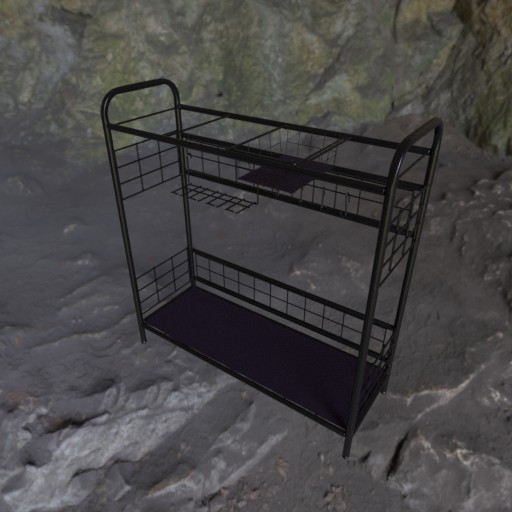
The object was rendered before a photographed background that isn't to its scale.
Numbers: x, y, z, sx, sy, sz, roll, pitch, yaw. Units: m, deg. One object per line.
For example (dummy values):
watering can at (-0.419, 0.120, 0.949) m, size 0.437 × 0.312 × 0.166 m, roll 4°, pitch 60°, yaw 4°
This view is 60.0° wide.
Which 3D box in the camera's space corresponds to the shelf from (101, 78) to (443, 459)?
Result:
shelf at (0.000, 0.000, 1.510) m, size 0.961 × 1.026 × 0.350 m, roll 20°, pitch 37°, yaw 29°
